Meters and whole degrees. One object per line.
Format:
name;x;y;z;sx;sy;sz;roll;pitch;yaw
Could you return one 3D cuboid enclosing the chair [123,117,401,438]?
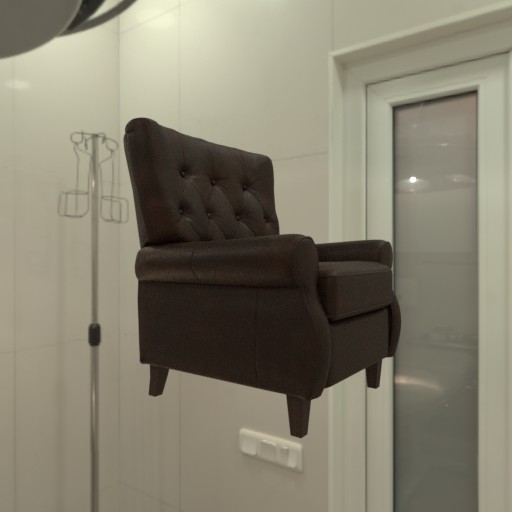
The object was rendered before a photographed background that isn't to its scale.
chair;0.000;0.000;1.944;1.058;1.158;0.948;0;0;36
